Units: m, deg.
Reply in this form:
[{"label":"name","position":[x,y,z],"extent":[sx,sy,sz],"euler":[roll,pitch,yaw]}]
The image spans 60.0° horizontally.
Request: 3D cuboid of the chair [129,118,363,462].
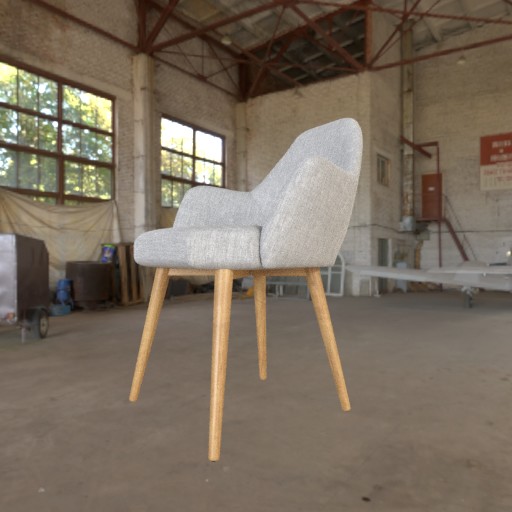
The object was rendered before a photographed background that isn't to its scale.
[{"label":"chair","position":[0.000,0.000,1.250],"extent":[0.610,0.840,0.590],"euler":[0,0,-36]}]
